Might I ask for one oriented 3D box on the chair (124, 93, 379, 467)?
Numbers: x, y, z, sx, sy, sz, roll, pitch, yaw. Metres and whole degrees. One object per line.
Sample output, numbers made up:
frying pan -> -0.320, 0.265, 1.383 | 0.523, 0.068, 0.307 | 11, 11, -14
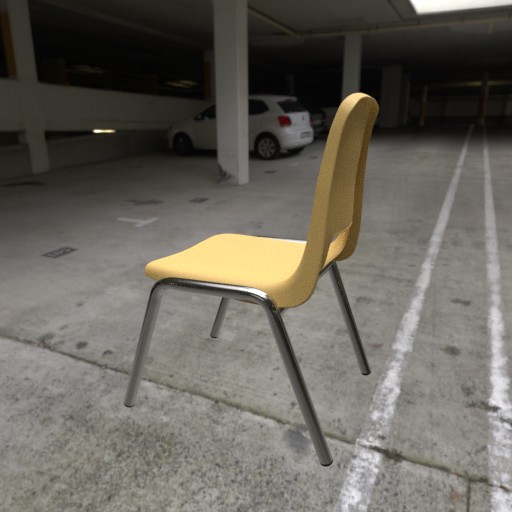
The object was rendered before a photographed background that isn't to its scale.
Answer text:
chair -> 0.000, 0.000, 0.865 | 0.423, 0.586, 0.354 | 8, 18, 24
